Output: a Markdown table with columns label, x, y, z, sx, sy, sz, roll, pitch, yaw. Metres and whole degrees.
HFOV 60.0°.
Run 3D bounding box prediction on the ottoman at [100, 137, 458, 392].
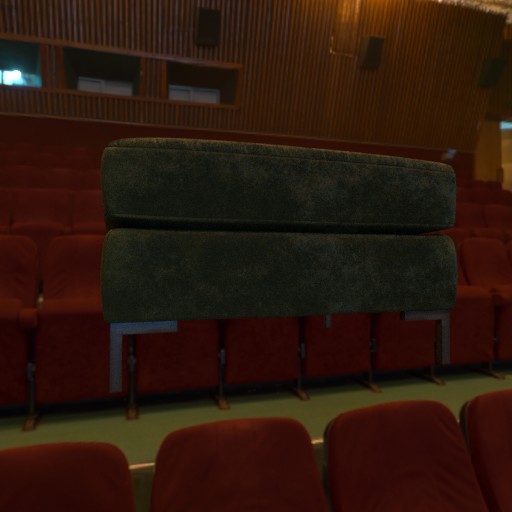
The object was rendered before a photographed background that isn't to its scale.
| label | x | y | z | sx | sy | sz | roll | pitch | yaw |
| --- | --- | --- | --- | --- | --- | --- | --- | --- | --- |
| ottoman | 0.000 | 0.000 | 1.288 | 0.839 | 0.538 | 0.701 | 0 | -1 | -18 |
